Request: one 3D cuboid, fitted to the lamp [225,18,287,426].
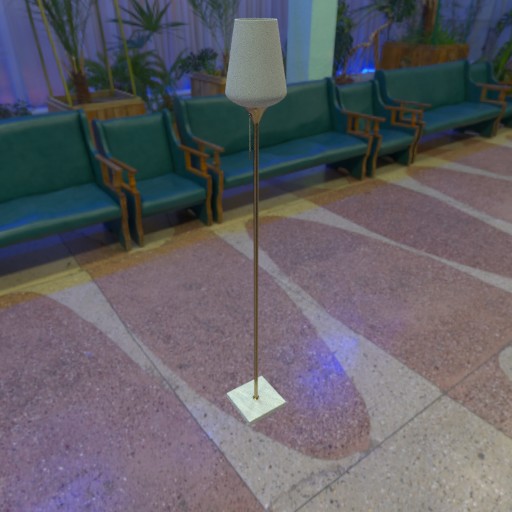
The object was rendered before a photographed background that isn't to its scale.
[{"bbox_3d":[0.000,0.000,1.923,0.232,1.813,0.229,-19,35,-29],"label":"lamp"}]
